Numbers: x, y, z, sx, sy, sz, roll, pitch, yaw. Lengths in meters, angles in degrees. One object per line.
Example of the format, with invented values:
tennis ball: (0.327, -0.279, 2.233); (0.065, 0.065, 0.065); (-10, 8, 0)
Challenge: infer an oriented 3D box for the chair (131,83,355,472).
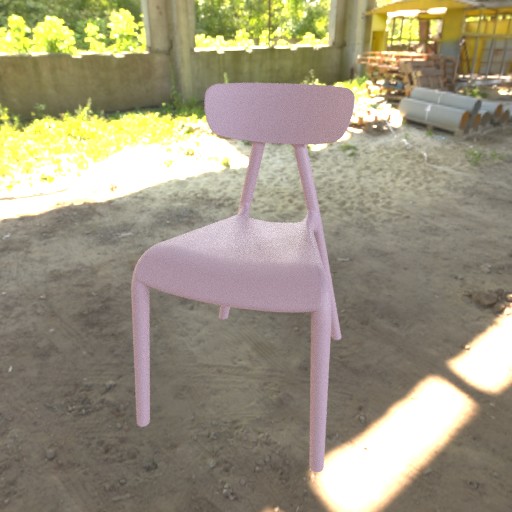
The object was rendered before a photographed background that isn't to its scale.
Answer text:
chair: (0.000, 0.000, 0.835); (0.356, 0.580, 0.401); (8, 27, 15)
